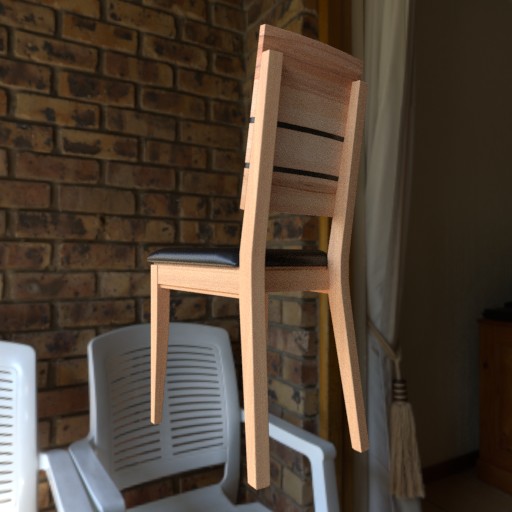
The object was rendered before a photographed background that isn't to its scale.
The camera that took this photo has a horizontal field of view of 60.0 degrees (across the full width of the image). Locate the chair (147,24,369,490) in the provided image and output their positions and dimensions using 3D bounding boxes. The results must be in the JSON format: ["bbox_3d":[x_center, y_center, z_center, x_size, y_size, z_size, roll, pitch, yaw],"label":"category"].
[{"bbox_3d":[0.000,0.000,1.176,0.410,0.940,0.520,1,-1,-35],"label":"chair"}]
